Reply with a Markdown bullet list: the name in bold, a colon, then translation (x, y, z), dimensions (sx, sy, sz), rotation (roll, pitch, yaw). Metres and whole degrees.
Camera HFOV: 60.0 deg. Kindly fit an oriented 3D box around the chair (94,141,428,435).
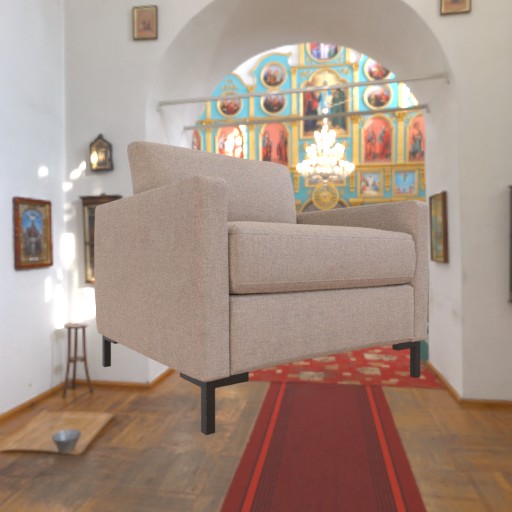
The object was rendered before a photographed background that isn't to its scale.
- **chair**: translation (0.000, 0.000, 1.647), dimensions (0.963, 0.861, 0.866), rotation (0, 0, -36)
